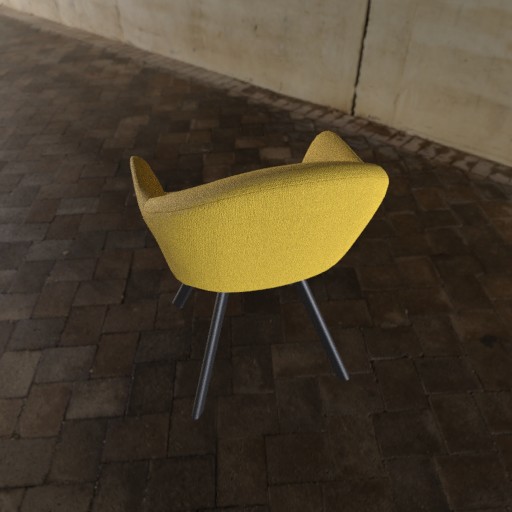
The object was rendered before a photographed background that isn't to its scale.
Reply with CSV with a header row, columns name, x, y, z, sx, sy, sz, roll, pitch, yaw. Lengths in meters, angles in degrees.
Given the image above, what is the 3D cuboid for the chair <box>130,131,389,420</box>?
name,x,y,z,sx,sy,sz,roll,pitch,yaw
chair,0.000,0.000,1.165,0.545,0.775,0.565,-11,42,-12
